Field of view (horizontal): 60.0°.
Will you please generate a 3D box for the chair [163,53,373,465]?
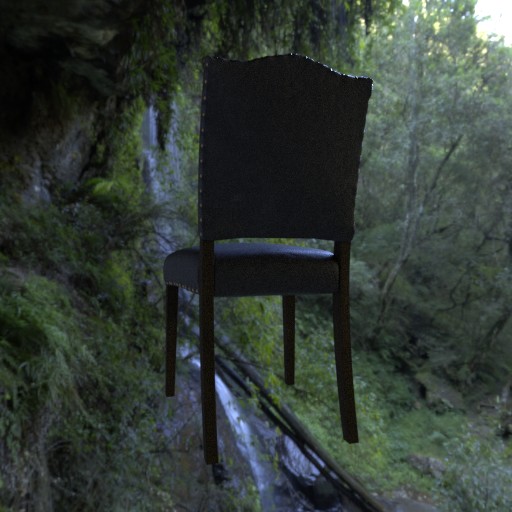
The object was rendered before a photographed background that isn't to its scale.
[{"bbox_3d":[0.000,0.000,1.359,0.500,0.991,0.633,0,0,-18],"label":"chair"}]
